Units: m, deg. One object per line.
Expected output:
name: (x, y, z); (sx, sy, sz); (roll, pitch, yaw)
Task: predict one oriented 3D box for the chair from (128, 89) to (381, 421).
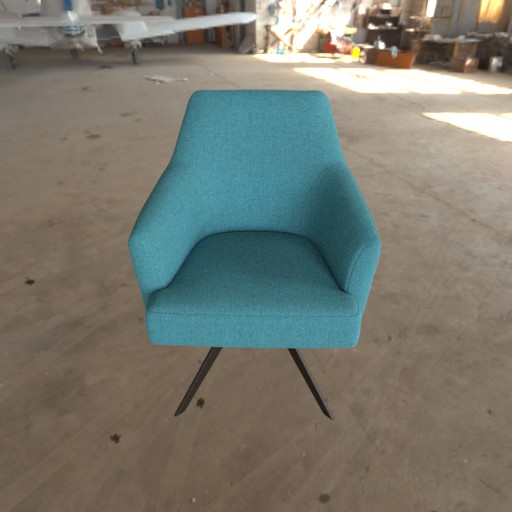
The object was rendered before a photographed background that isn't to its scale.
chair: (0.000, 0.000, 1.362); (0.642, 0.874, 0.677); (1, 29, 1)
